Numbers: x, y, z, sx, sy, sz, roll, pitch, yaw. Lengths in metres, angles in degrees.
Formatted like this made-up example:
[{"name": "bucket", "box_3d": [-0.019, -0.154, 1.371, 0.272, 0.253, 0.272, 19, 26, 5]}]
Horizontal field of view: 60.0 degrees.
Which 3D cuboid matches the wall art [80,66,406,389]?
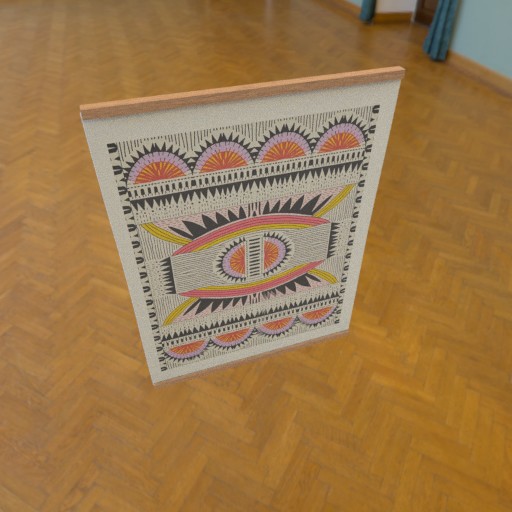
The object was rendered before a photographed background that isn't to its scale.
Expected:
[{"name": "wall art", "box_3d": [0.000, 0.000, 1.331, 0.765, 1.016, 0.028, -12, 43, -14]}]
